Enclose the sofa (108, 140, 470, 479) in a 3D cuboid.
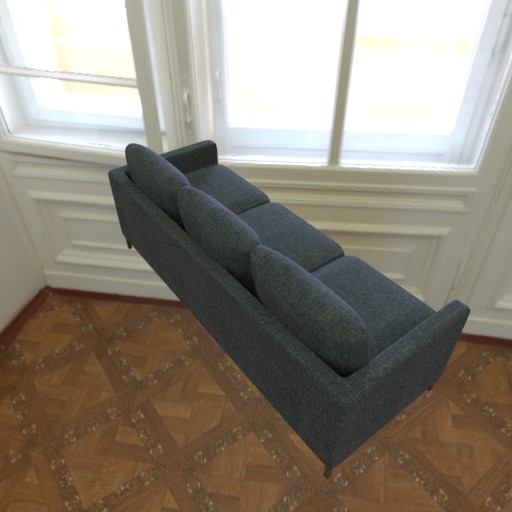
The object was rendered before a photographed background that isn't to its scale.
[{"bbox_3d":[0.000,0.000,2.650,0.859,0.874,2.218,-26,46,-28],"label":"sofa"}]
